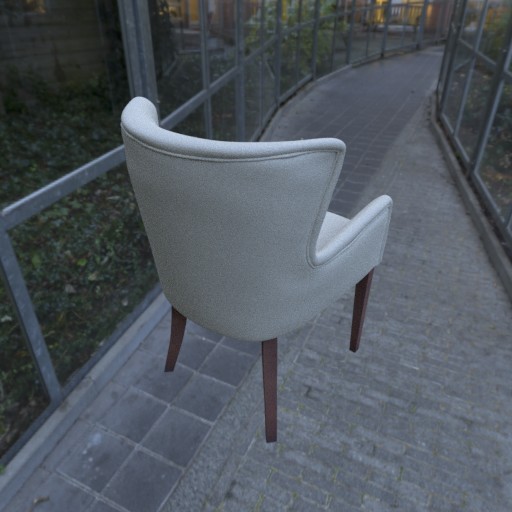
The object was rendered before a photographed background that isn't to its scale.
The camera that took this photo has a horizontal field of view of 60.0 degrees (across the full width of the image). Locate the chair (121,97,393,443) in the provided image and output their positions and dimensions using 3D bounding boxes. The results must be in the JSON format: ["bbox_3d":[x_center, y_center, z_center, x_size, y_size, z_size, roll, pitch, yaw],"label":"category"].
[{"bbox_3d":[0.000,0.000,1.424,0.660,0.952,0.686,23,38,32],"label":"chair"}]
